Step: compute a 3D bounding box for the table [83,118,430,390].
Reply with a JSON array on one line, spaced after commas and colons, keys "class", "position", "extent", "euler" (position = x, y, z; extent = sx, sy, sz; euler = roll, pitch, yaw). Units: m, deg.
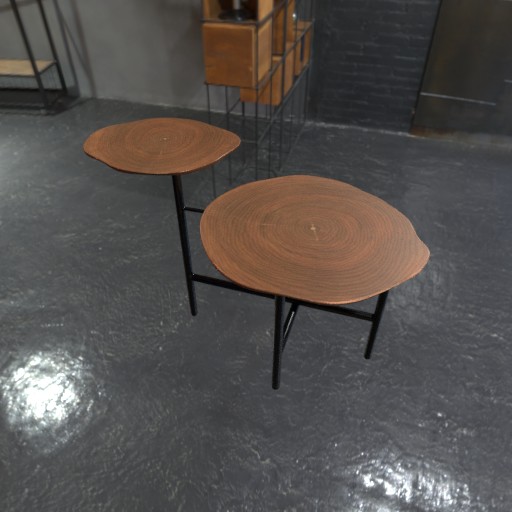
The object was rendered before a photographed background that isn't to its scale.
[{"class": "table", "position": [0.000, 0.000, 1.082], "extent": [0.759, 0.538, 0.442], "euler": [12, 42, 14]}]
